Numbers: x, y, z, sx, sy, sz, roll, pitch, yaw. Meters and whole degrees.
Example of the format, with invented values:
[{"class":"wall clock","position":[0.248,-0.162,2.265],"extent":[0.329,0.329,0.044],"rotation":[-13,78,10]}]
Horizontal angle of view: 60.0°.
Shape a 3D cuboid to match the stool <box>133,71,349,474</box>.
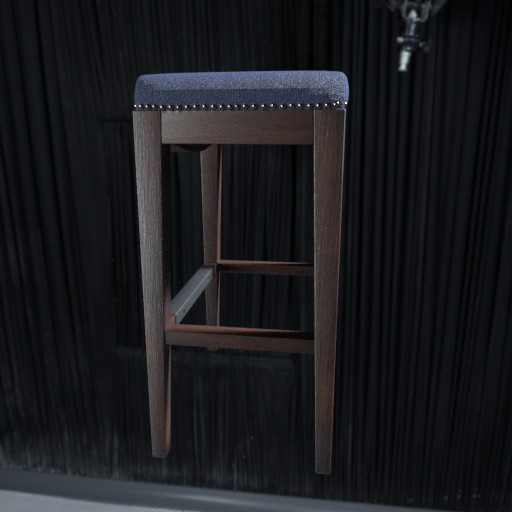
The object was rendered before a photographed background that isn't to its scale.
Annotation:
[{"class":"stool","position":[0.000,0.000,1.021],"extent":[0.358,0.740,0.498],"rotation":[2,16,8]}]
